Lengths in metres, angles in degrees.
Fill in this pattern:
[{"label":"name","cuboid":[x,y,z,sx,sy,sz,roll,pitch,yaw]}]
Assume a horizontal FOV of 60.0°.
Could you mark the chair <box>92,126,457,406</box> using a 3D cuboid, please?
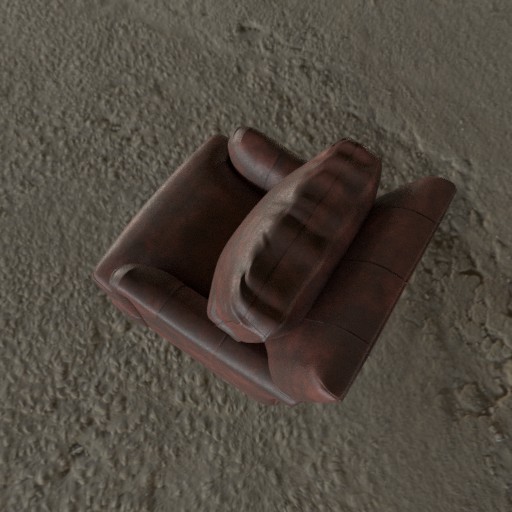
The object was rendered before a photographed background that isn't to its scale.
[{"label":"chair","cuboid":[0.000,0.000,1.954,1.156,1.051,0.987,30,68,14]}]
